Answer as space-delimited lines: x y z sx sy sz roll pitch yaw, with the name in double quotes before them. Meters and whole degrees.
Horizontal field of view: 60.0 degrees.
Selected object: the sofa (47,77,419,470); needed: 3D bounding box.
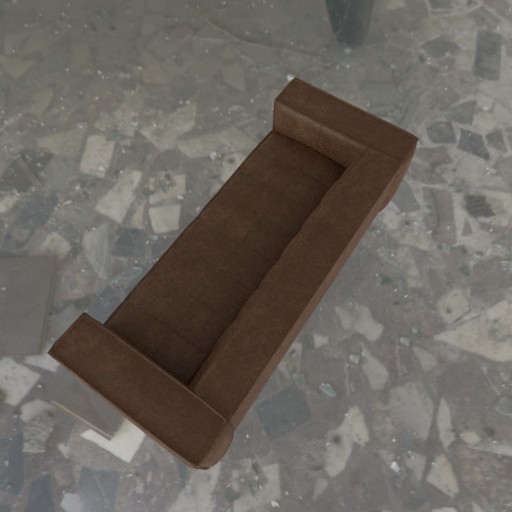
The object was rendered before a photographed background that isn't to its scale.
"sofa" 0.000 0.000 3.050 1.102 0.701 2.581 32 68 15
